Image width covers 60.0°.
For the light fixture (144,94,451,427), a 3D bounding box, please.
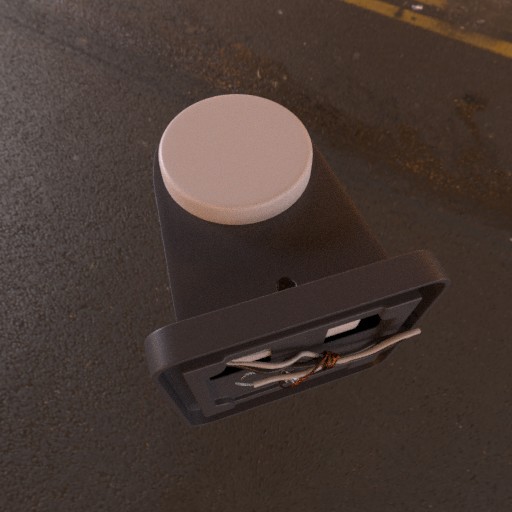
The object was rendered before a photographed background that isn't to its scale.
[{"bbox_3d":[0.000,0.000,0.216,0.109,0.109,0.132,-16,61,-9],"label":"light fixture"}]
